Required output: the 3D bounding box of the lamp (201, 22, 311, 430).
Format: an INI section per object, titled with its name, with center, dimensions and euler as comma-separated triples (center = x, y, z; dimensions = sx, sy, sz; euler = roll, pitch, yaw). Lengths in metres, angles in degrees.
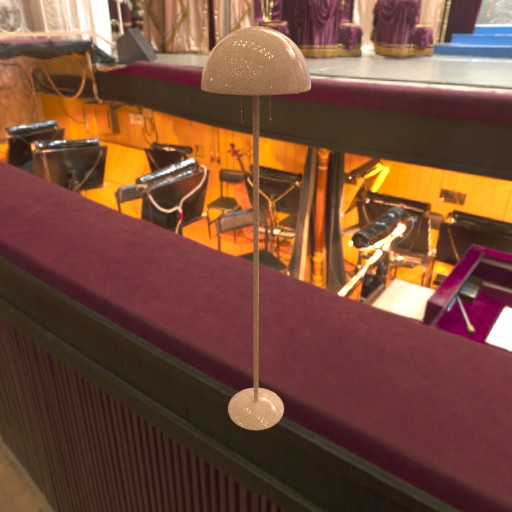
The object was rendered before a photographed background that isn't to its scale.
[lamp]
center = 0.000, 0.000, 1.589
dimensions = 0.328, 1.480, 0.328
euler = 18, 32, 32
